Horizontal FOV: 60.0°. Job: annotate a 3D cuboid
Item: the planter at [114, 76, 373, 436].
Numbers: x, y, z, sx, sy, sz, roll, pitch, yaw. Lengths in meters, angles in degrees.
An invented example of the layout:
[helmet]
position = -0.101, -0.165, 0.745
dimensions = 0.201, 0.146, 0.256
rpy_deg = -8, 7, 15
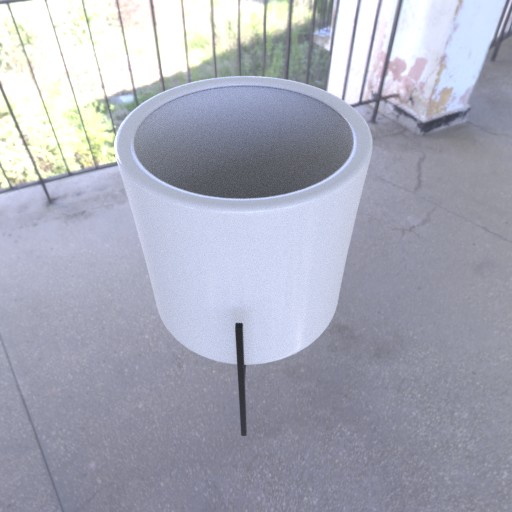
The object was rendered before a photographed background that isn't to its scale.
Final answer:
[planter]
position = 0.000, 0.000, 0.745
dimensions = 0.361, 0.480, 0.360
rpy_deg = -17, 48, -16
